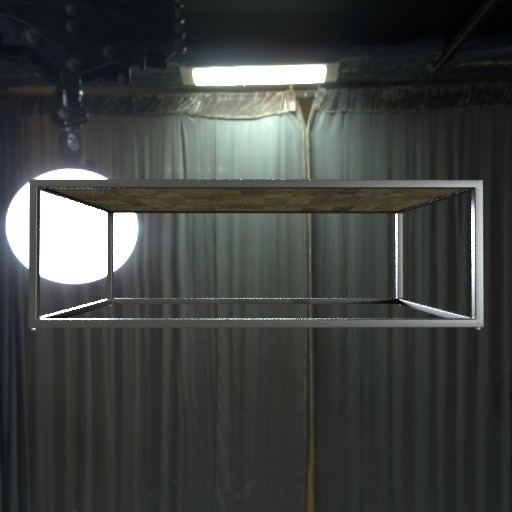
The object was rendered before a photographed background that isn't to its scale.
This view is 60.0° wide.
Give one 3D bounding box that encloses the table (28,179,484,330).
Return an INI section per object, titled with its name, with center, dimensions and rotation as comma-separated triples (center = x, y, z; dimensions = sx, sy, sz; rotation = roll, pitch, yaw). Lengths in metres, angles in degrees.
[table]
center = 0.000, 0.000, 1.491
dimensions = 1.199, 0.398, 0.649
rotation = 0, -1, -1
